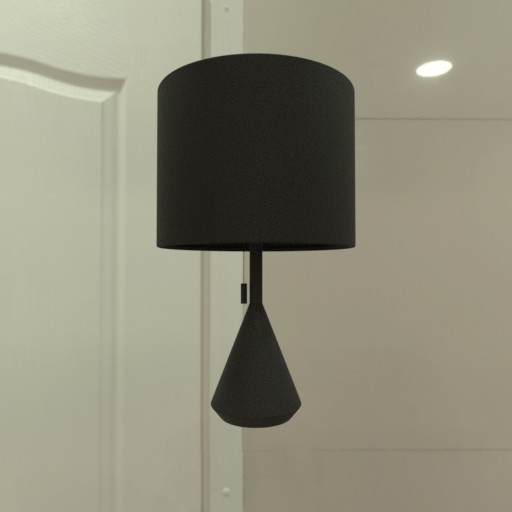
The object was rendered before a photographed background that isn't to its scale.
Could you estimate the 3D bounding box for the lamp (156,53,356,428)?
[{"bbox_3d":[0.000,0.000,0.818,0.359,0.584,0.359,0,-2,-1],"label":"lamp"}]
